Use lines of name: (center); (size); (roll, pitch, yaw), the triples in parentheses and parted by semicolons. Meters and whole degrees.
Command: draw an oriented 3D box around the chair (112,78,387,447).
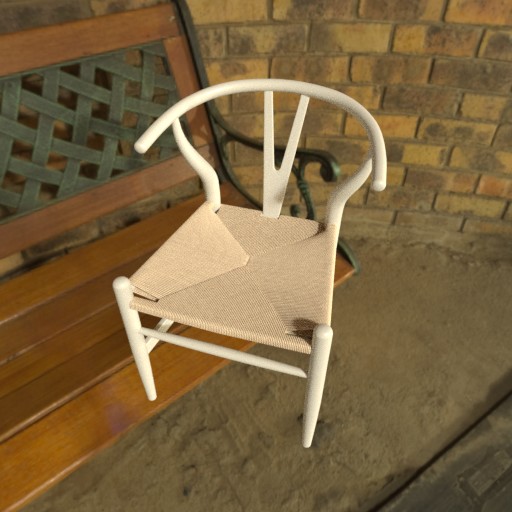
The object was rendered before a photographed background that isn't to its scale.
chair: (0.000, 0.000, 1.166); (0.569, 0.730, 0.579); (12, 42, 13)
